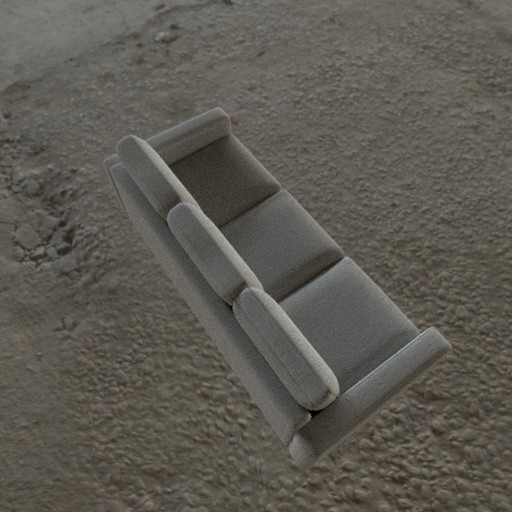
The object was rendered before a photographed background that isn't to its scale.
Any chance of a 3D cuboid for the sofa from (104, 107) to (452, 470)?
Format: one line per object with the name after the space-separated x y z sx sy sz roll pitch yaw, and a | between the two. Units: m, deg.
0.000 0.000 2.603 0.900 0.800 2.120 -31 64 -17 | sofa
